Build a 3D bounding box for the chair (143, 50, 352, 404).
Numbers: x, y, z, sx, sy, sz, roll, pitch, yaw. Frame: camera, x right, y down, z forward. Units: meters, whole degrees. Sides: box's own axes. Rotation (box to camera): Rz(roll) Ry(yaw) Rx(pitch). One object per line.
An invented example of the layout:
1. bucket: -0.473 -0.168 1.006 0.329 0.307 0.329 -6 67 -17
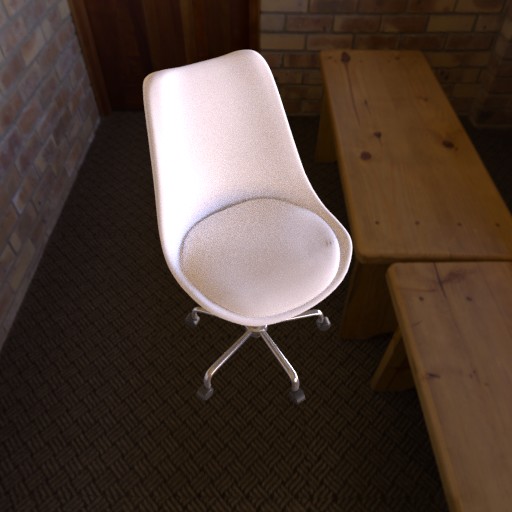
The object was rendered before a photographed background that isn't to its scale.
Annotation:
1. chair: 0.000 0.000 1.265 0.550 0.930 0.550 -25 52 -21
